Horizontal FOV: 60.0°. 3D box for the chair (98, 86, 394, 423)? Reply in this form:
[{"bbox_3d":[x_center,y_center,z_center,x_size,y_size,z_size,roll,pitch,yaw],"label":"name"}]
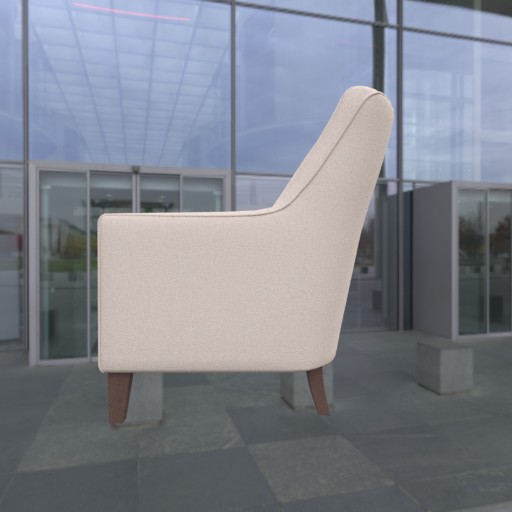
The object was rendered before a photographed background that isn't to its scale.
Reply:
[{"bbox_3d":[0.000,0.000,1.541,0.879,0.916,0.756,0,0,0],"label":"chair"}]
